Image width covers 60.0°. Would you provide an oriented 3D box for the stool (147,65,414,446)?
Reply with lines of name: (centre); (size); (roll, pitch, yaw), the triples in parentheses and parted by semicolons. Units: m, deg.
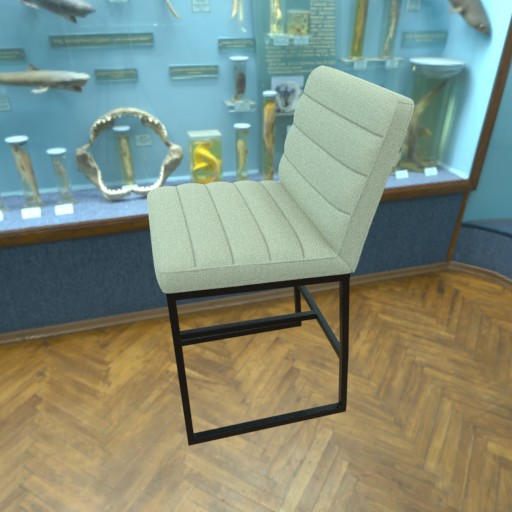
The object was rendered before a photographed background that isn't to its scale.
stool: (0.000, 0.000, 1.259); (0.560, 0.940, 0.460); (-8, 32, -12)
